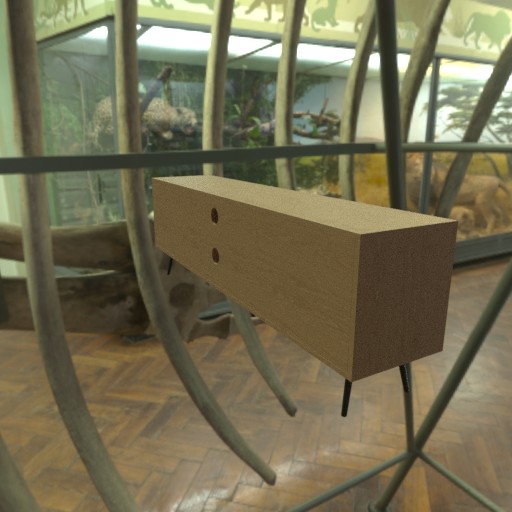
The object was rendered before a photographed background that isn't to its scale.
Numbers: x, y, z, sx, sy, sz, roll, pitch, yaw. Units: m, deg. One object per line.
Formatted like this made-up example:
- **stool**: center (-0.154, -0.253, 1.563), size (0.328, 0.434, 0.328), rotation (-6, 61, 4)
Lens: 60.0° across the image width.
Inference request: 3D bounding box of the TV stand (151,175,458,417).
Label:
- **TV stand**: center (0.000, 0.000, 2.007), size (0.400, 0.580, 1.760), rotation (-8, 17, -28)
